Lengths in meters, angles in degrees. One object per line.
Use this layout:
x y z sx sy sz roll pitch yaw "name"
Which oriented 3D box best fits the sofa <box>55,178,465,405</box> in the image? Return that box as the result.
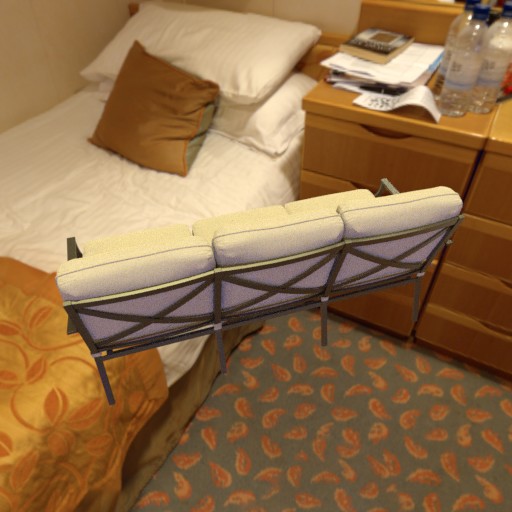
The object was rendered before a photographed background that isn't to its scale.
0.000 0.000 2.223 1.740 0.860 0.787 -12 44 -13 "sofa"
